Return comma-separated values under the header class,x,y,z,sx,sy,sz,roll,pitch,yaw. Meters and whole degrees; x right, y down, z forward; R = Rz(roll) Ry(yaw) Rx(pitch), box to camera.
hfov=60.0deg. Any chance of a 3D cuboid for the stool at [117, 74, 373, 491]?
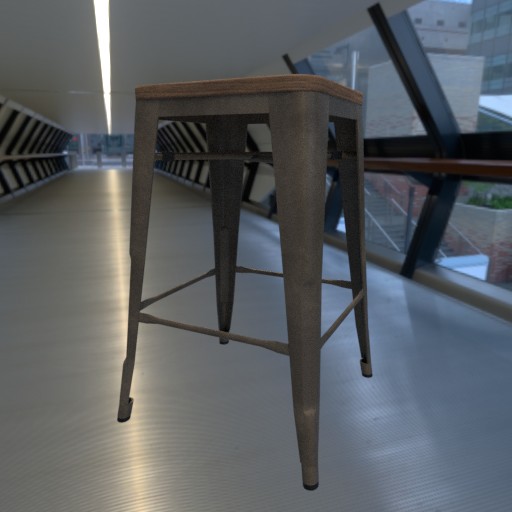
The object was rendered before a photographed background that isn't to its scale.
class,x,y,z,sx,sy,sz,roll,pitch,yaw
stool,0.000,0.000,0.866,0.407,0.607,0.407,7,16,26
